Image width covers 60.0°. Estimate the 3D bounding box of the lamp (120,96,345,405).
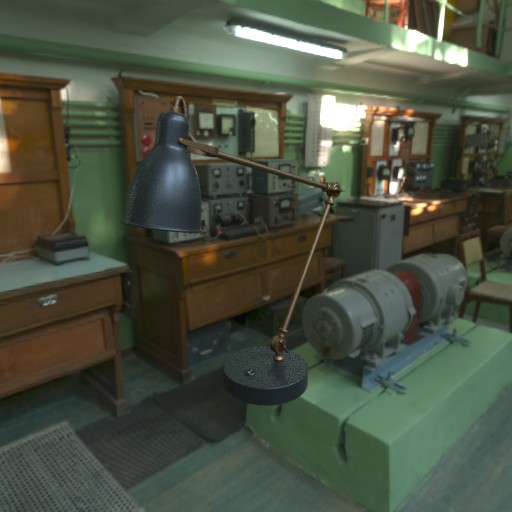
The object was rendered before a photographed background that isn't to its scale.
[{"bbox_3d":[0.000,0.000,0.888,0.187,0.587,0.561,14,20,43],"label":"lamp"}]
